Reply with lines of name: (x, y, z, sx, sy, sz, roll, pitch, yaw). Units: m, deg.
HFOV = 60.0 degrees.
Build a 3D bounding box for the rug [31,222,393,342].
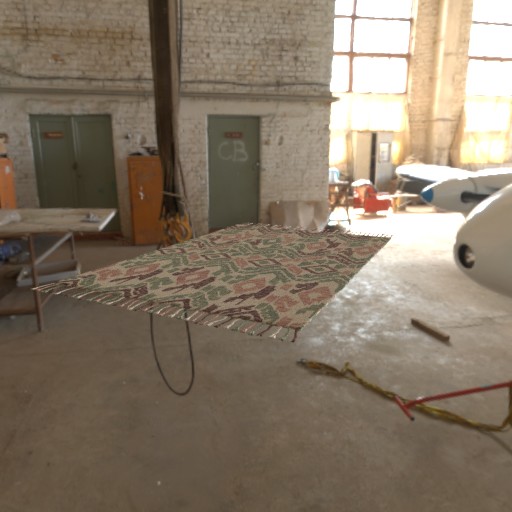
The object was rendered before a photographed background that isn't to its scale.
rug: (0.000, 0.000, 3.114, 1.524, 0.011, 2.438, 7, 15, 25)
